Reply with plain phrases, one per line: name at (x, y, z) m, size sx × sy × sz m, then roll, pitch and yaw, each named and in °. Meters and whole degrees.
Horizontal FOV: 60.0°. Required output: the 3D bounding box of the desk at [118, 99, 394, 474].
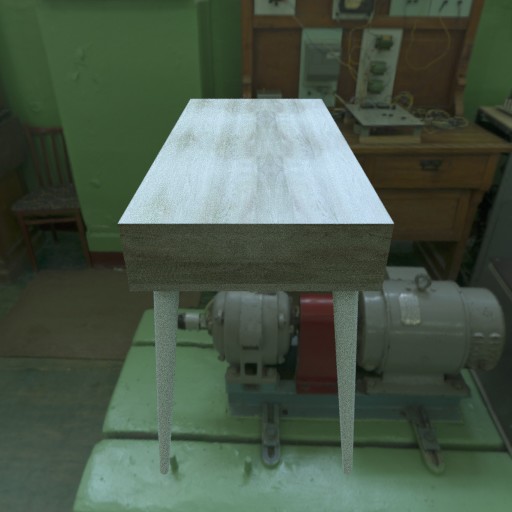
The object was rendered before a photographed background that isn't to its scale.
desk at (0.000, 0.000, 1.359) m, size 0.491 × 0.723 × 0.979 m, roll 0°, pitch 31°, yaw 0°
